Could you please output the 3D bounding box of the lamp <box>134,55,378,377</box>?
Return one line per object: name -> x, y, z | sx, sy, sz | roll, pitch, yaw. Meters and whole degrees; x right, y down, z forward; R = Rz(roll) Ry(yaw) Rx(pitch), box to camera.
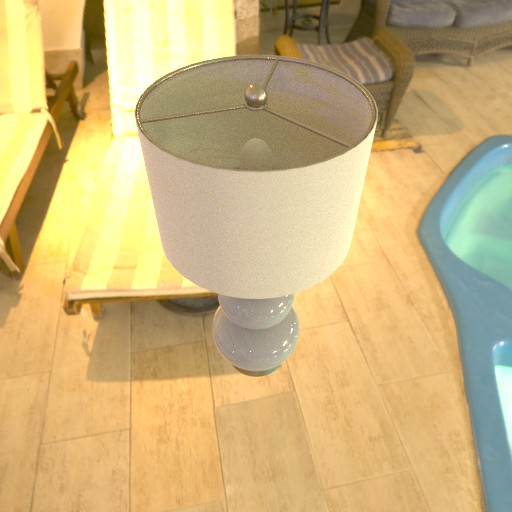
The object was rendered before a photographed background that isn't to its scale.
lamp -> 0.000, 0.000, 0.921 | 0.367, 0.730, 0.367 | -4, 46, -4
